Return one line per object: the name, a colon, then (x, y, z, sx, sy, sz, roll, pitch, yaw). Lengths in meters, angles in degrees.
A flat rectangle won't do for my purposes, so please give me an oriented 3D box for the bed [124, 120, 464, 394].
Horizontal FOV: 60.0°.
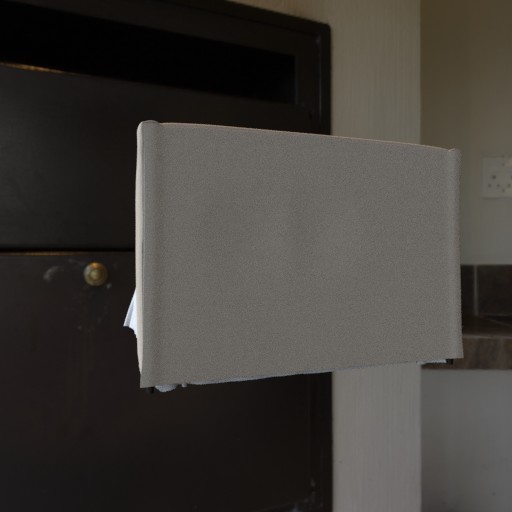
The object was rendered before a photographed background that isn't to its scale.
bed: (0.000, 0.000, 3.462, 1.925, 1.332, 2.276, 0, 0, -18)
